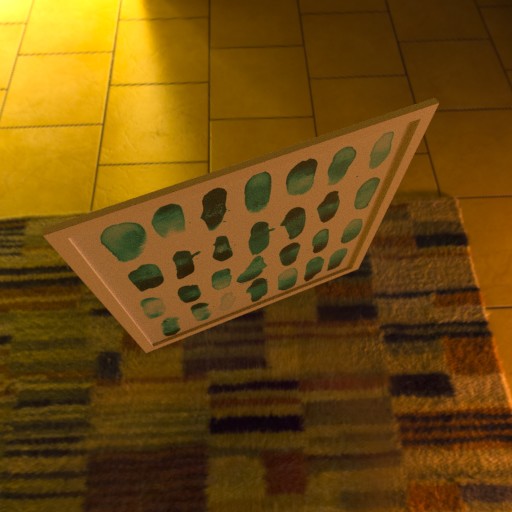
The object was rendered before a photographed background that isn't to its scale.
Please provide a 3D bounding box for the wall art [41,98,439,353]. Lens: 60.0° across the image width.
[{"bbox_3d":[0.000,0.000,0.679,0.456,0.457,0.009,-21,65,-10],"label":"wall art"}]
